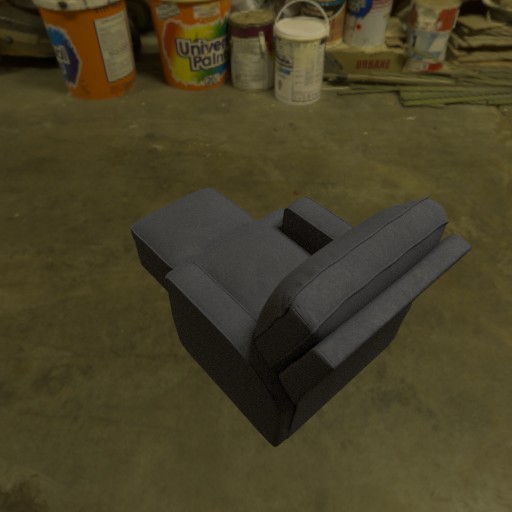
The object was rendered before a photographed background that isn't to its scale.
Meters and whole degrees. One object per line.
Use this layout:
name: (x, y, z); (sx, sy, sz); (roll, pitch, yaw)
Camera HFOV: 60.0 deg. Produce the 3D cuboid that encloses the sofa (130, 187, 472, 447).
sofa: (0.000, 0.000, 2.031); (0.861, 0.959, 1.472); (-32, 53, -28)
